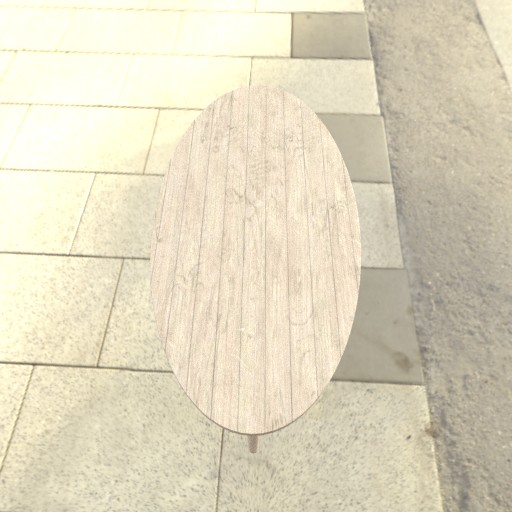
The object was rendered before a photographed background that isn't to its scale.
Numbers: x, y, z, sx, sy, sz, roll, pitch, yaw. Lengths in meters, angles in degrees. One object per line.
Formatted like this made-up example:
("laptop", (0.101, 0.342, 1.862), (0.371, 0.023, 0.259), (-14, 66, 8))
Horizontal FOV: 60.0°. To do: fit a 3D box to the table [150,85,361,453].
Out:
("table", (0.000, 0.000, 1.338), (0.542, 0.390, 1.083), (1, 58, 0))
